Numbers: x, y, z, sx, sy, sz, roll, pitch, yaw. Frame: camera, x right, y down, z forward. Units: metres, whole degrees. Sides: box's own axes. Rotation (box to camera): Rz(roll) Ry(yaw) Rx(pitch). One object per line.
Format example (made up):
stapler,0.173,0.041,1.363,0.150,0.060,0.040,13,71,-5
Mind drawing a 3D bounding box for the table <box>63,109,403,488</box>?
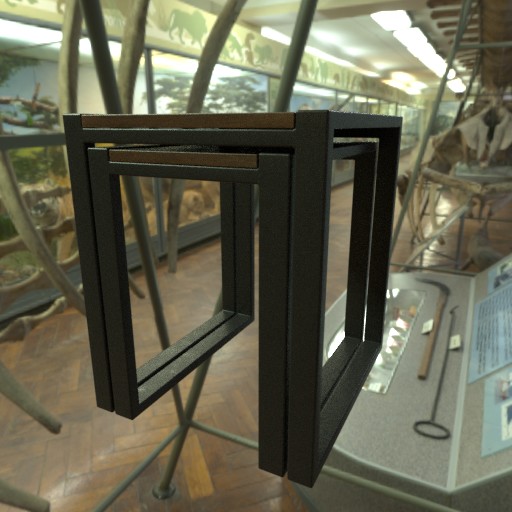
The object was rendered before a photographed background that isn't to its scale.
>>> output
table,0.000,0.000,0.908,0.449,0.550,0.500,8,18,26
